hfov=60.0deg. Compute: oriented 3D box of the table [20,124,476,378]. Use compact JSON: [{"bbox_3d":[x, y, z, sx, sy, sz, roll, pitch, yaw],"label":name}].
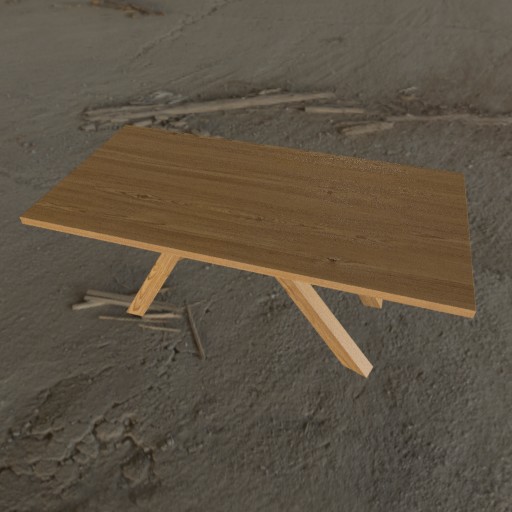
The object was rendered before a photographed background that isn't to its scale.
[{"bbox_3d":[0.000,0.000,2.233,1.797,0.750,0.901,11,43,12],"label":"table"}]
